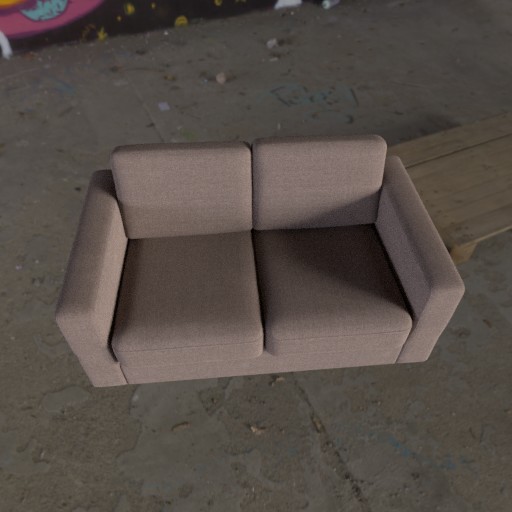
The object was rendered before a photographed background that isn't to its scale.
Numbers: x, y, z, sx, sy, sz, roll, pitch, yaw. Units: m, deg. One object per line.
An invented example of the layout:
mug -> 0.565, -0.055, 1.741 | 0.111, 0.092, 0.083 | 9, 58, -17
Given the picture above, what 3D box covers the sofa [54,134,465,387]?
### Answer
sofa -> 0.000, 0.000, 1.993 | 1.520, 0.800, 0.900 | -4, 48, -3
